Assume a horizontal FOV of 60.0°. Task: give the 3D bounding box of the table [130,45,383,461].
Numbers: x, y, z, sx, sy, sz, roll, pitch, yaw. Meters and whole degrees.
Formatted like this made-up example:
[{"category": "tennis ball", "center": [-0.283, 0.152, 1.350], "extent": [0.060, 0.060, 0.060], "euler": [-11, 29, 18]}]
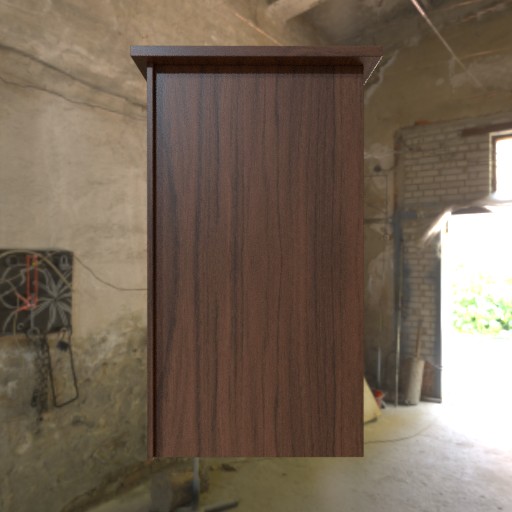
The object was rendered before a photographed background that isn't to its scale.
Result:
[{"category": "table", "center": [0.000, 0.000, 0.909], "extent": [0.381, 0.636, 0.480], "euler": [0, 0, 0]}]
